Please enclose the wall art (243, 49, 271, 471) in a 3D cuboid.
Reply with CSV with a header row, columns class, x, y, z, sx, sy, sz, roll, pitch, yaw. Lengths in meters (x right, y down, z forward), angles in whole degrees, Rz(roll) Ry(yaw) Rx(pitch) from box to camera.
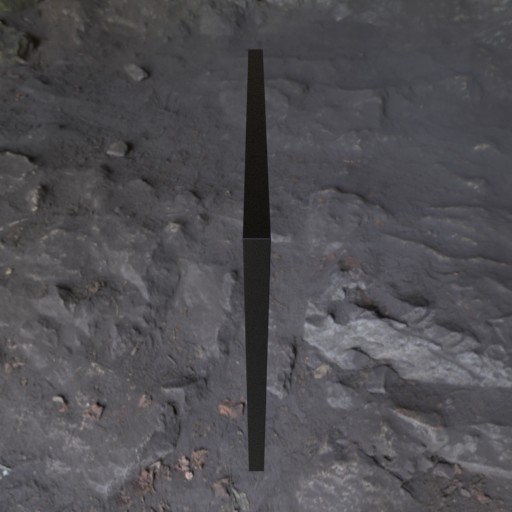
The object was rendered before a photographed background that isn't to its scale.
class,x,y,z,sx,sy,sz,roll,pitch,yaw
wall art,0.000,0.000,1.135,0.038,0.765,0.765,0,43,0
